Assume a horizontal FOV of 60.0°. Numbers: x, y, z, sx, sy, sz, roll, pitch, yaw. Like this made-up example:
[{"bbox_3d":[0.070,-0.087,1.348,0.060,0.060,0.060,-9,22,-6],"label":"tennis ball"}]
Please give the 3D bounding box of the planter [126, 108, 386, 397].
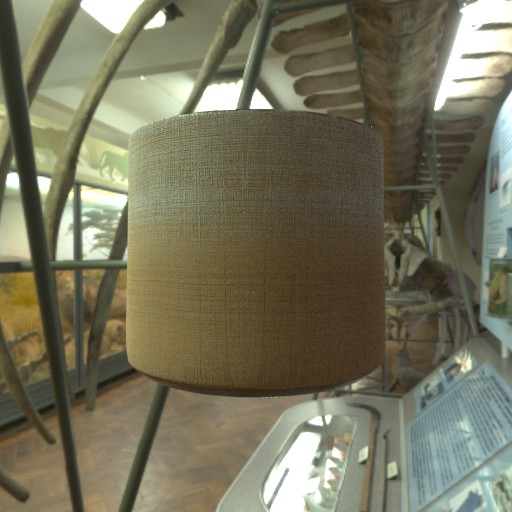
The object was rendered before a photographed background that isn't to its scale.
[{"bbox_3d":[0.000,0.000,0.451,0.254,0.221,0.254,0,0,0],"label":"planter"}]
